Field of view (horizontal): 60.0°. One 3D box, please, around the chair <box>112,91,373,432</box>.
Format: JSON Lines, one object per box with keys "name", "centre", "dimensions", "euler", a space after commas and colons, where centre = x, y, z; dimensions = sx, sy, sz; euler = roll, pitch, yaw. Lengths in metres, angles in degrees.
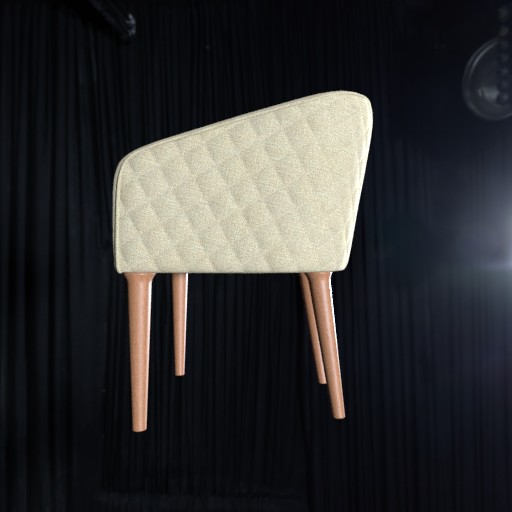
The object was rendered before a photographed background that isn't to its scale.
{"name": "chair", "centre": [0.000, 0.000, 1.221], "dimensions": [0.616, 0.775, 0.584], "euler": [0, 0, 1]}
